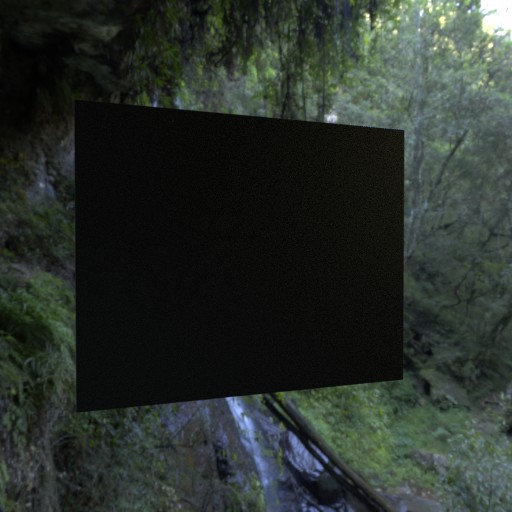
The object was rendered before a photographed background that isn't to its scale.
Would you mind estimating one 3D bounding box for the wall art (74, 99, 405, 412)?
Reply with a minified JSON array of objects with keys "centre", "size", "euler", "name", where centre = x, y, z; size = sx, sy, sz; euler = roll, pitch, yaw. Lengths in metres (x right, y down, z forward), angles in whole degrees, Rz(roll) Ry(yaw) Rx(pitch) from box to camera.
[{"centre":[0.000,0.000,0.738],"size":[0.558,0.457,0.031],"euler":[0,1,-17],"name":"wall art"}]
